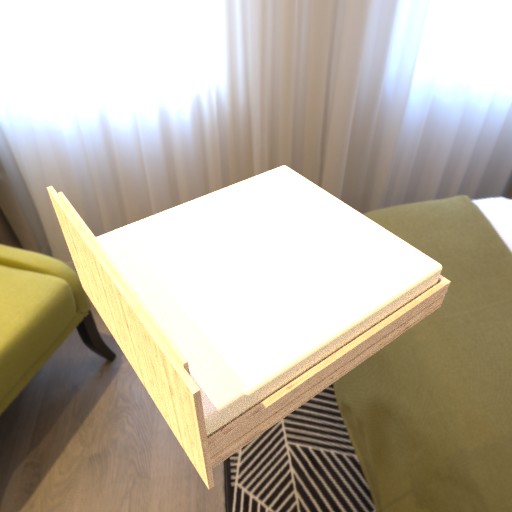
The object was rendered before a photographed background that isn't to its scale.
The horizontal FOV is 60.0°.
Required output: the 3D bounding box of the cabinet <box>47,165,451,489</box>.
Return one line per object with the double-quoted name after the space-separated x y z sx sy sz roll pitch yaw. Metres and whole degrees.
0.000 0.000 3.178 2.080 0.970 1.950 -26 47 -27 "cabinet"
